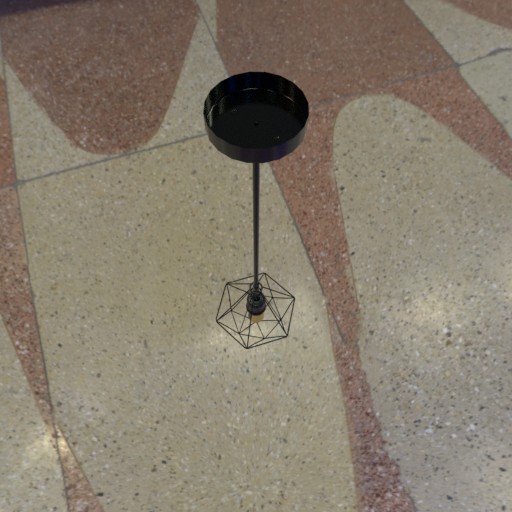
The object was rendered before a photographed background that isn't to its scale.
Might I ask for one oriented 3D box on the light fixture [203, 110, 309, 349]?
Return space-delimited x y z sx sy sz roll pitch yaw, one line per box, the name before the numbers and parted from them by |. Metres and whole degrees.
light fixture | 0.000 0.000 2.010 0.487 1.764 0.431 -15 63 -8
